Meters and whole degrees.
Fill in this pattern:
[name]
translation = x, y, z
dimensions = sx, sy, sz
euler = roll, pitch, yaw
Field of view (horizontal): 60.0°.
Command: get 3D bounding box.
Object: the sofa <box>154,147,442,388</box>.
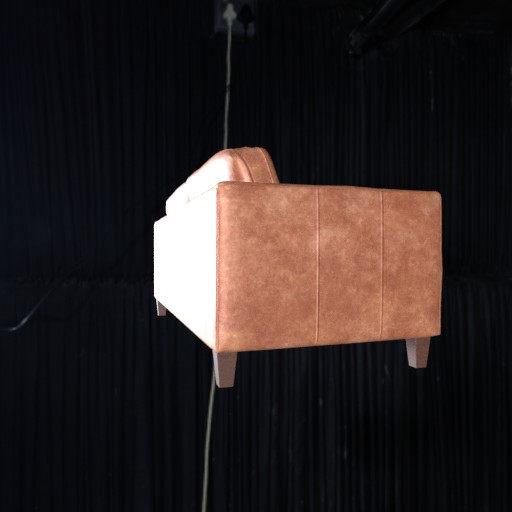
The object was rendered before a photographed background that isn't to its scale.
[sofa]
translation = 0.000, 0.000, 2.479
dimensions = 0.923, 0.863, 1.971
euler = 0, 0, -19
